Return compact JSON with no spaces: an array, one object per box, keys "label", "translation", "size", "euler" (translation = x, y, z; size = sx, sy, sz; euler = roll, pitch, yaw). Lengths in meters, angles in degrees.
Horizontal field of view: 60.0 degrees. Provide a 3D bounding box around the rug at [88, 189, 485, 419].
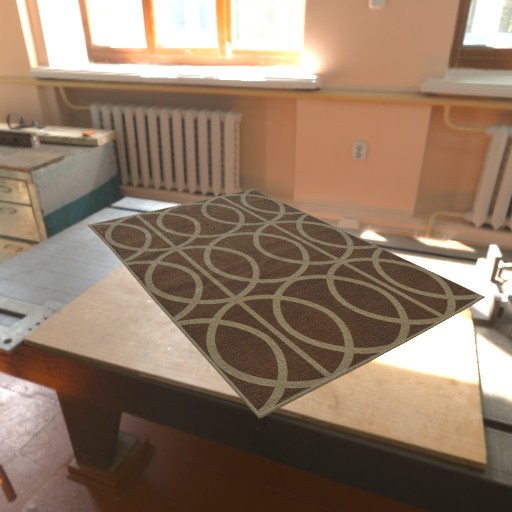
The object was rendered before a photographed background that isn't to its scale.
[{"label":"rug","translation":[0.000,0.000,2.894],"size":[1.526,0.014,2.290],"euler":[-17,32,-30]}]
